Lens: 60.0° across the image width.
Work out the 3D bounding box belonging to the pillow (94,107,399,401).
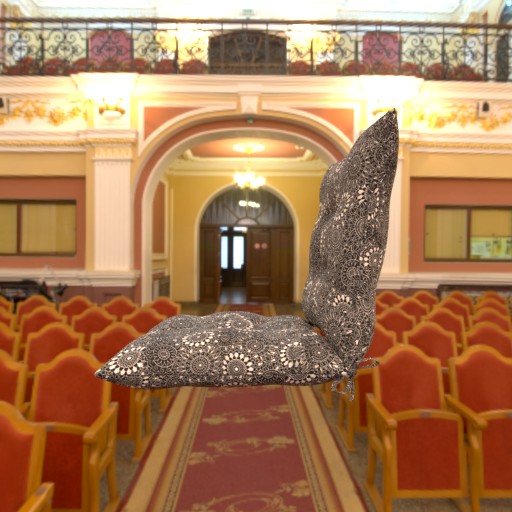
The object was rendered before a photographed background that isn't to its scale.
[{"bbox_3d":[0.000,0.000,1.045,0.585,0.536,0.541,0,0,-1],"label":"pillow"}]
